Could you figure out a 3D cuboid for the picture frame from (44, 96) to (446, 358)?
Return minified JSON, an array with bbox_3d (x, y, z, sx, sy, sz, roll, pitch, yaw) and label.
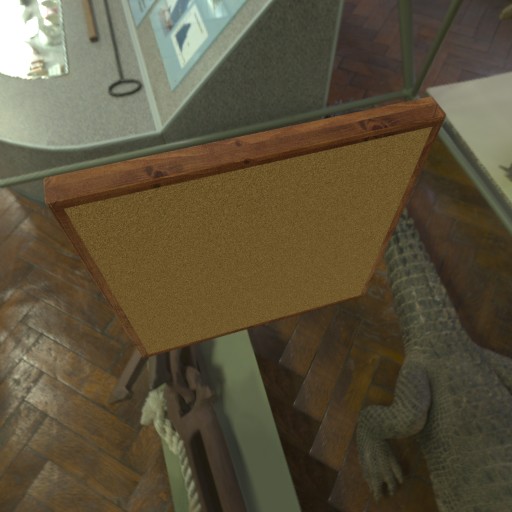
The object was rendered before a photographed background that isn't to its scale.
[{"bbox_3d":[0.000,0.000,0.530,0.352,0.356,0.028,-14,59,-9],"label":"picture frame"}]
